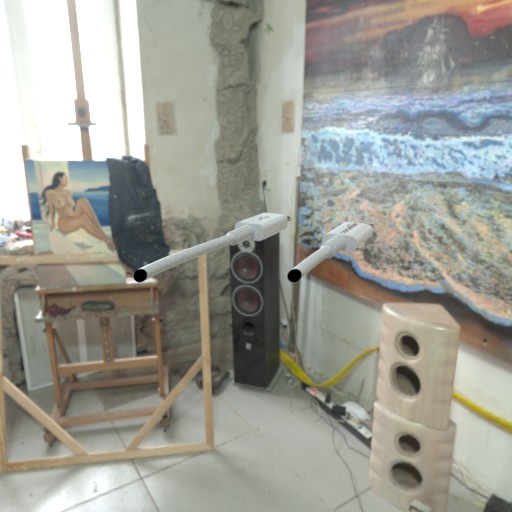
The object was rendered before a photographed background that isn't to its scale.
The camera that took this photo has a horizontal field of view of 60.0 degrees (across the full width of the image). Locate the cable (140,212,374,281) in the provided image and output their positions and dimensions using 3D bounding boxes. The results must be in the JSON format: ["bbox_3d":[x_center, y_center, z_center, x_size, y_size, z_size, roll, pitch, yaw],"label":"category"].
[{"bbox_3d":[0.000,0.000,0.115,0.040,0.006,0.098,8,18,26],"label":"cable"}]
